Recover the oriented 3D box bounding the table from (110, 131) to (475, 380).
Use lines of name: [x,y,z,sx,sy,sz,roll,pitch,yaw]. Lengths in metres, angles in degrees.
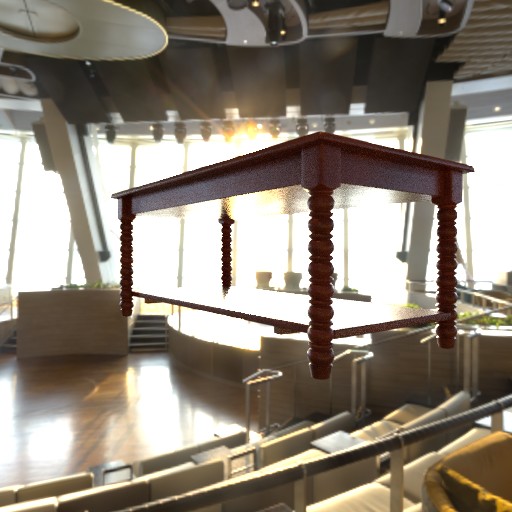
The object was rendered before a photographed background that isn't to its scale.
table: [0.000,0.000,1.466,0.580,0.485,1.171,0,1,-37]
